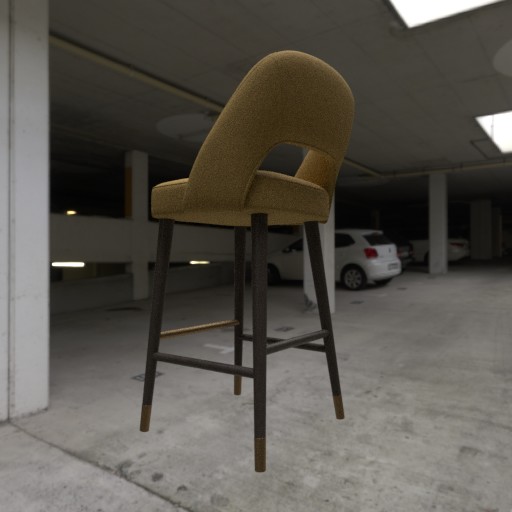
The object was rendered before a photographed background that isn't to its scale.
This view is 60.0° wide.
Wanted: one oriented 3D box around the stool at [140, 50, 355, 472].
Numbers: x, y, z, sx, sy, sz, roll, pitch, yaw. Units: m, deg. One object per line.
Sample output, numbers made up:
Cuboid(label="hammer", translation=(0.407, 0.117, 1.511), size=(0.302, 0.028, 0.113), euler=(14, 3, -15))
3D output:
Cuboid(label="stool", translation=(0.000, 0.000, 1.340), size=(0.522, 1.032, 0.536), euler=(0, 0, 36))
